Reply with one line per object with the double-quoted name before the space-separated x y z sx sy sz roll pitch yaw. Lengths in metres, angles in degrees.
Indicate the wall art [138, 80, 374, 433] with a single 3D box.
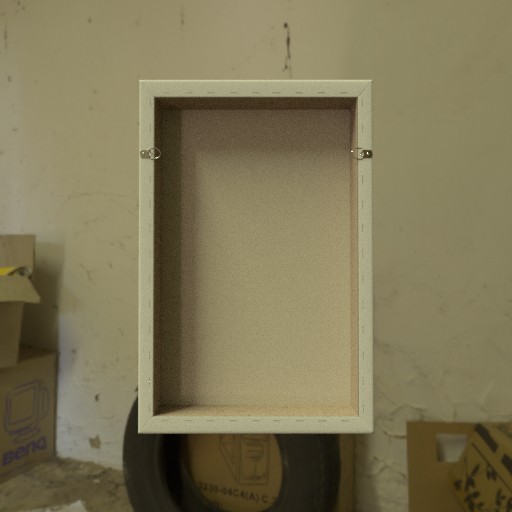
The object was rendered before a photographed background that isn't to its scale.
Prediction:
"wall art" 0.000 0.000 0.496 0.252 0.381 0.039 0 -1 0
